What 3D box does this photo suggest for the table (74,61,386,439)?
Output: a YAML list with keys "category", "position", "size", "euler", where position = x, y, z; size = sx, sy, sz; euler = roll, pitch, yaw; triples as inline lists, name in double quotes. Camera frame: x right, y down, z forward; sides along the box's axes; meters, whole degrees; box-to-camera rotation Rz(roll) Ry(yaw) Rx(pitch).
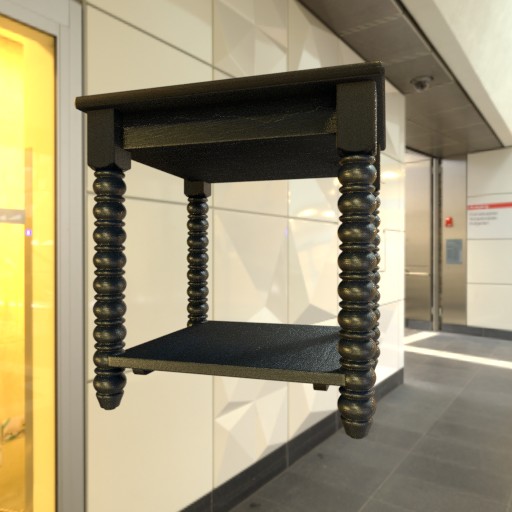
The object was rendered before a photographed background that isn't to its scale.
- category: "table"
  position: [0.000, 0.000, 0.951]
  size: [0.533, 0.567, 0.500]
  euler: [0, 0, 17]
